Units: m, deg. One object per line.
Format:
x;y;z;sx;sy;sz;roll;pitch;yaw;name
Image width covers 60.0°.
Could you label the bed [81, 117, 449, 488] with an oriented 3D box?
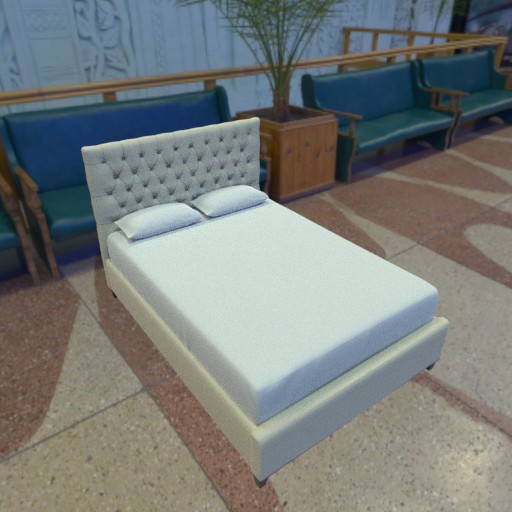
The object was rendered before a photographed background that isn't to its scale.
0.000;0.000;3.395;1.698;1.427;2.387;-20;36;-30;bed
